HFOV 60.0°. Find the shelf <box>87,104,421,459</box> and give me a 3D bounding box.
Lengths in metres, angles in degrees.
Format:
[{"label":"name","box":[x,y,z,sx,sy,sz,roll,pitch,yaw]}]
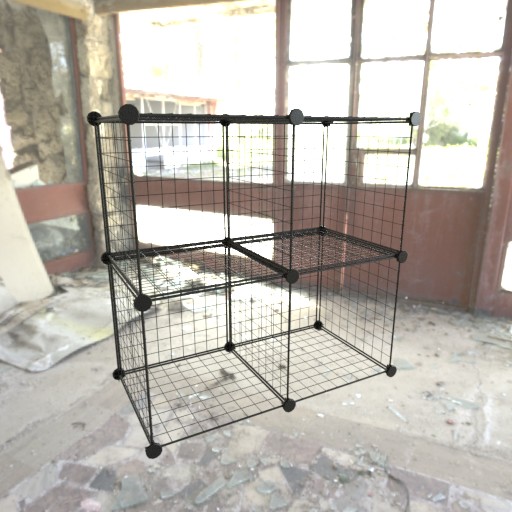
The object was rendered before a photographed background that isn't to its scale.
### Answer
[{"label":"shelf","box":[0.000,0.000,1.146,0.711,0.711,0.356,-8,18,-27]}]
